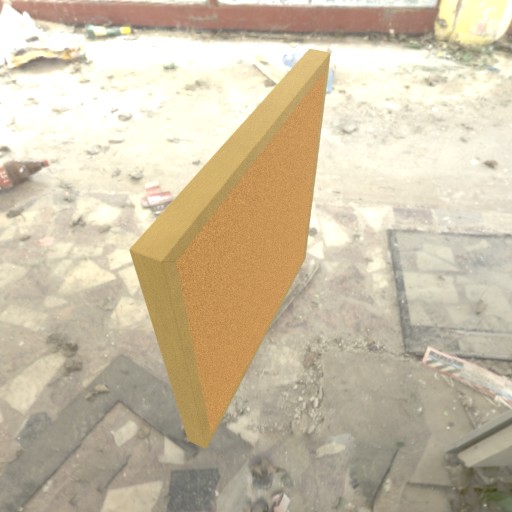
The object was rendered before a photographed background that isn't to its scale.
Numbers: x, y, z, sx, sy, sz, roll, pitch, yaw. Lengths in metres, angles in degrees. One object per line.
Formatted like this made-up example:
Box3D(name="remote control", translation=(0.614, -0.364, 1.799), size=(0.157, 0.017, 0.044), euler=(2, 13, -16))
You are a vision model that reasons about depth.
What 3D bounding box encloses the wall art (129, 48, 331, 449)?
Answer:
Box3D(name="wall art", translation=(0.000, 0.000, 0.768), size=(0.038, 0.508, 0.508), euler=(19, 50, 16))
